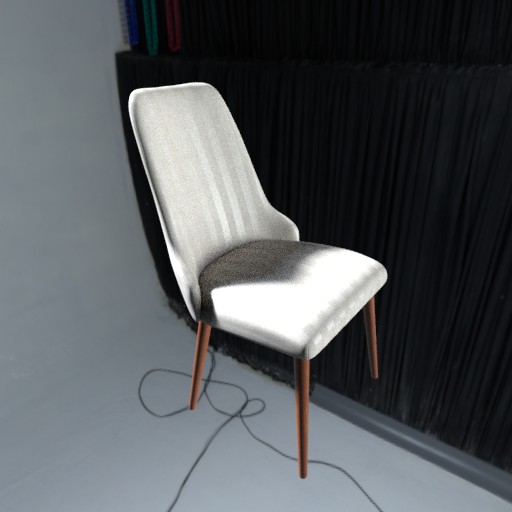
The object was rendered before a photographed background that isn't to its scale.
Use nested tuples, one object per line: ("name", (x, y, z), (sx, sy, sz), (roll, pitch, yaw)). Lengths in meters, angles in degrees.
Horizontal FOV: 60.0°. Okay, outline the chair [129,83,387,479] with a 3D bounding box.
("chair", (0.000, 0.000, 1.323), (0.684, 0.917, 0.526), (18, 32, 32))
